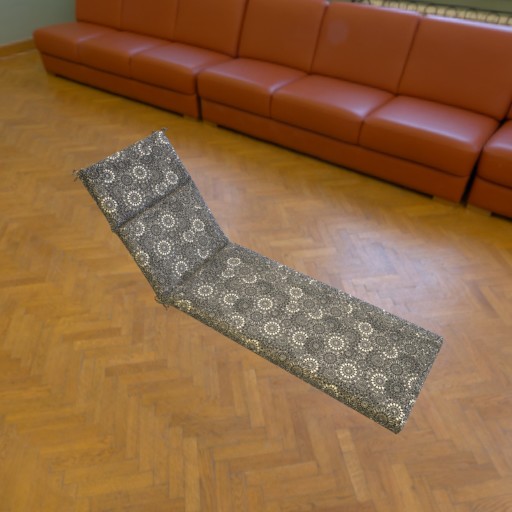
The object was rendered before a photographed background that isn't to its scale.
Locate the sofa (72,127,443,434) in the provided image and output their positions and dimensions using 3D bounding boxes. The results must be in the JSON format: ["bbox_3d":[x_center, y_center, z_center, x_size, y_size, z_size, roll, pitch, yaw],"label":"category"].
[{"bbox_3d":[0.000,0.000,1.978,1.663,0.622,0.582,25,47,26],"label":"sofa"}]
